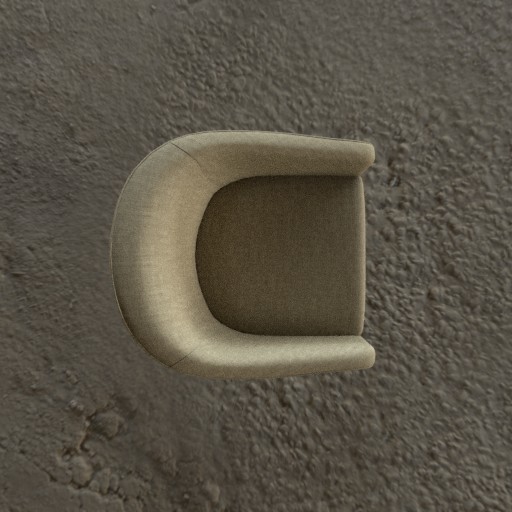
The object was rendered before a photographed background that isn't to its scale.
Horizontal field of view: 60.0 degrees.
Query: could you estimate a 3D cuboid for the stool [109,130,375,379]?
[{"bbox_3d":[0.000,0.000,1.424,0.607,1.078,0.559,0,90,-1],"label":"stool"}]
